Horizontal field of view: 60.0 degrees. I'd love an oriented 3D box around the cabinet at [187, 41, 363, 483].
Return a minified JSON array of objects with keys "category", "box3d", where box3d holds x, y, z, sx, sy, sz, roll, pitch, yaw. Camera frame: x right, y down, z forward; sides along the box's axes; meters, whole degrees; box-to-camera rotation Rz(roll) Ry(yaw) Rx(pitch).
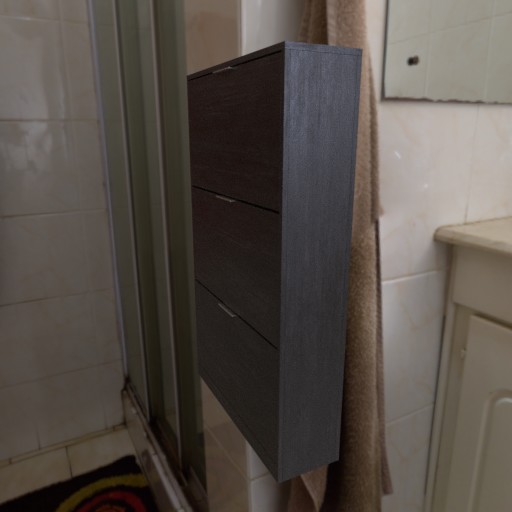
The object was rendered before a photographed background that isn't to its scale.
[{"category":"cabinet","box3d":[0.000,0.000,1.600,0.250,1.280,0.750,-8,17,-26]}]
